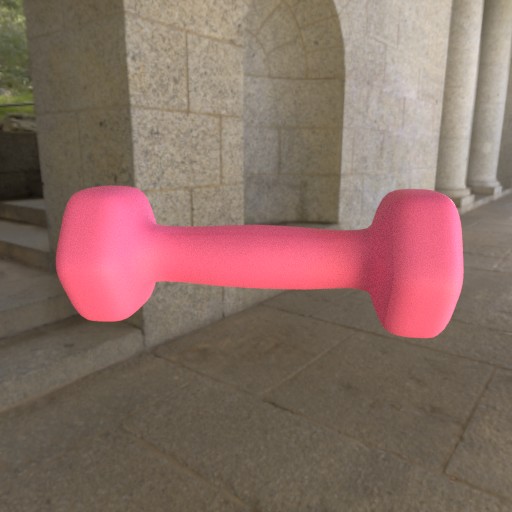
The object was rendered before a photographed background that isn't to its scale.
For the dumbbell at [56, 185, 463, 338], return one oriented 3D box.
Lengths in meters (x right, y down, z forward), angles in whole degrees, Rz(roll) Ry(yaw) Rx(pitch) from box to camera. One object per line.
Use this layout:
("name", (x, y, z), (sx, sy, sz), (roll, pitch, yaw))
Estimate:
("dumbbell", (0.000, 0.000, 0.174), (0.146, 0.053, 0.058), (2, 14, 8))
